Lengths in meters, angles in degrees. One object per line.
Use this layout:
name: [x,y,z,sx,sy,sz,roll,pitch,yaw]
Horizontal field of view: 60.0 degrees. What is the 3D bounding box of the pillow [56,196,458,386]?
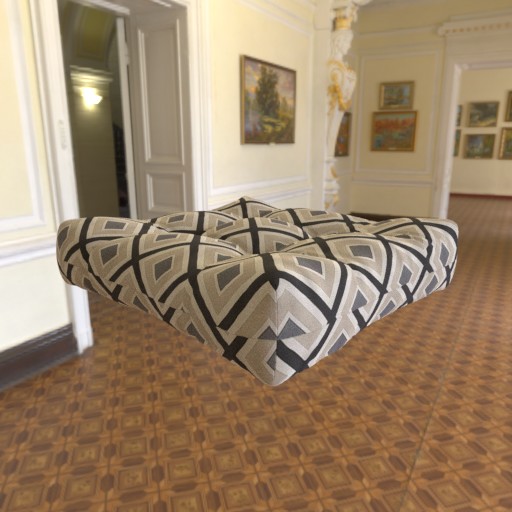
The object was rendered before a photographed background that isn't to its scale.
pillow: [0.000,0.000,0.719,0.490,0.128,0.468,13,19,42]
